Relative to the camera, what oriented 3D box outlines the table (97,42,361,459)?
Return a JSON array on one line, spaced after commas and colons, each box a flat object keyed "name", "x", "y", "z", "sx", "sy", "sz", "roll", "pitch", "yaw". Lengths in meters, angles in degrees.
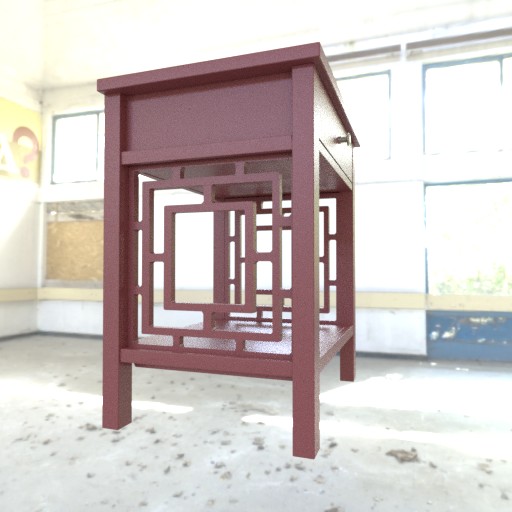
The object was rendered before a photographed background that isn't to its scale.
[{"name": "table", "x": 0.000, "y": 0.000, "z": 1.069, "sx": 0.451, "sy": 0.686, "sz": 0.599, "roll": 0, "pitch": -1, "yaw": 19}]
